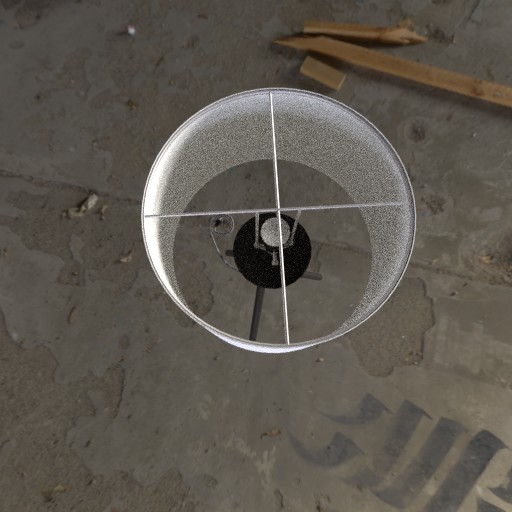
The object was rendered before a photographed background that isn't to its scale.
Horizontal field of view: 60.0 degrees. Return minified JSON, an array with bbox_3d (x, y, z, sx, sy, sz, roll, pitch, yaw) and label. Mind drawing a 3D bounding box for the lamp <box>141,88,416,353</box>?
[{"bbox_3d":[0.000,0.000,0.902,0.422,0.674,0.353,32,79,7],"label":"lamp"}]
